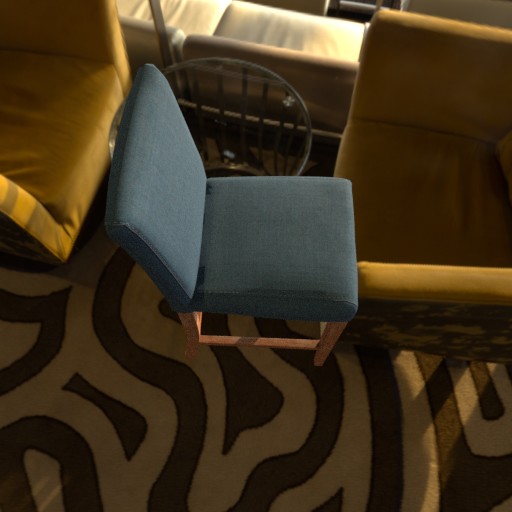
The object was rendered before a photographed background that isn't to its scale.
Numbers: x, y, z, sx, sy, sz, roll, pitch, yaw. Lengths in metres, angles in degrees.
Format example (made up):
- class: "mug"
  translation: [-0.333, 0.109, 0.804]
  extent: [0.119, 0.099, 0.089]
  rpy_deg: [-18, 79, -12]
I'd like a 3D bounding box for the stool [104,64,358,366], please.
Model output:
- class: "stool"
  translation: [0.000, 0.000, 1.380]
  extent: [0.574, 1.088, 0.454]
  rpy_deg: [2, 64, 1]
